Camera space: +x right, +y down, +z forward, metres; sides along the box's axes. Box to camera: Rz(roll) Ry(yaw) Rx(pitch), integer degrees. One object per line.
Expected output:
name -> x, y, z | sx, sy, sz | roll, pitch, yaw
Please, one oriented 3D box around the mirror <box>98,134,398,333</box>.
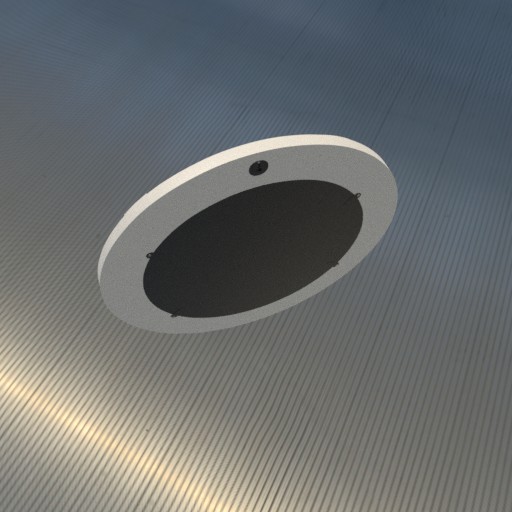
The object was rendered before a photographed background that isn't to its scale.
mirror -> 0.000, 0.000, 1.351 | 0.914, 0.914, 0.038 | -17, 60, -10
